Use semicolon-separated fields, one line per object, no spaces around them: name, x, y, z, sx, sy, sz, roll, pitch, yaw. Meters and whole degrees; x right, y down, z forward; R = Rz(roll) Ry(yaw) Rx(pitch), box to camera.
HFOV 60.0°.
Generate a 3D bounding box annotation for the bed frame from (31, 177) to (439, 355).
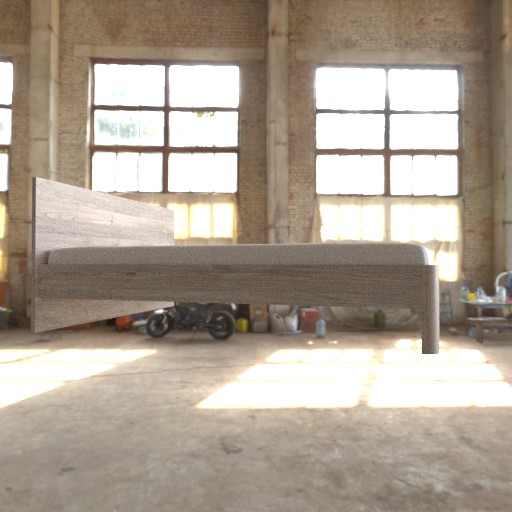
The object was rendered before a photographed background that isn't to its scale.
bed frame;0.000;0.000;2.697;1.950;0.800;1.490;0;-1;18
